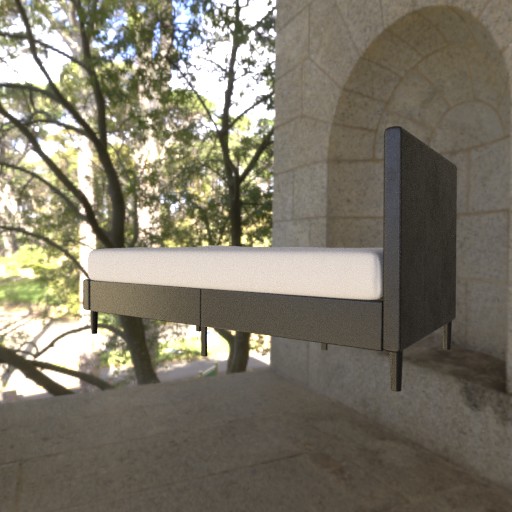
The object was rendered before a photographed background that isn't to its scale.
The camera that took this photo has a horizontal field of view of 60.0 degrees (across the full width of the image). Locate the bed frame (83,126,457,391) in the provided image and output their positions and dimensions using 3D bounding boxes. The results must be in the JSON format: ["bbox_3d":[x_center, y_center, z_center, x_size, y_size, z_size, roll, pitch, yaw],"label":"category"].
[{"bbox_3d":[0.000,0.000,2.592,2.152,1.046,1.038,1,1,35],"label":"bed frame"}]
